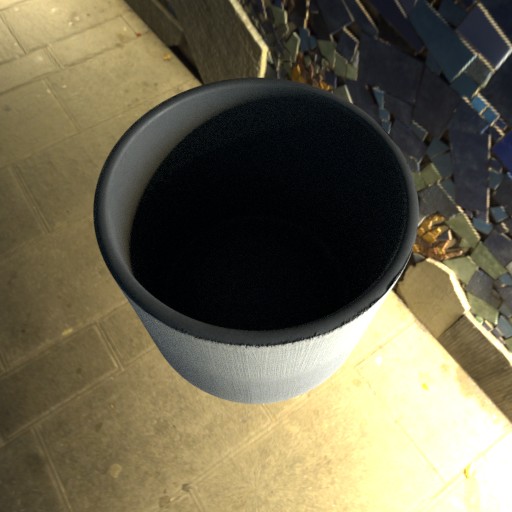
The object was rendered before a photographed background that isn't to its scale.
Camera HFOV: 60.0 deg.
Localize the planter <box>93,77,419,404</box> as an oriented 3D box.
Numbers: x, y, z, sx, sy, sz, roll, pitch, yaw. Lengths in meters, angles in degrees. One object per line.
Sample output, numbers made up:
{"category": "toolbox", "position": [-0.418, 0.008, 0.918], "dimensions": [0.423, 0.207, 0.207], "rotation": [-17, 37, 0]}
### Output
{"category": "planter", "position": [0.000, 0.000, 0.392], "dimensions": [0.226, 0.201, 0.226], "rotation": [0, 62, 0]}
